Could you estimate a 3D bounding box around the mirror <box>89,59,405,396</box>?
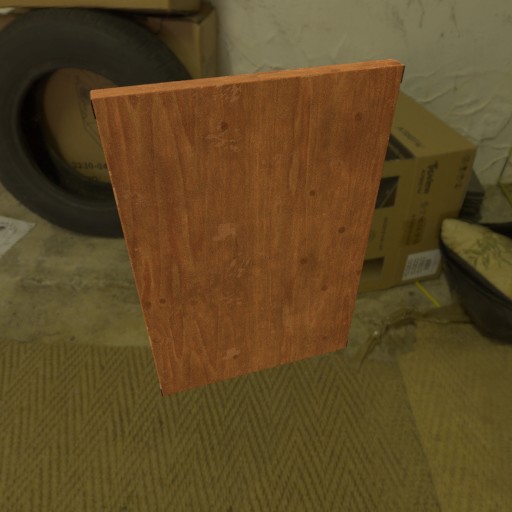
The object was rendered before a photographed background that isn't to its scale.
[{"bbox_3d":[0.000,0.000,0.957,0.517,0.761,0.053,-11,42,-13],"label":"mirror"}]
